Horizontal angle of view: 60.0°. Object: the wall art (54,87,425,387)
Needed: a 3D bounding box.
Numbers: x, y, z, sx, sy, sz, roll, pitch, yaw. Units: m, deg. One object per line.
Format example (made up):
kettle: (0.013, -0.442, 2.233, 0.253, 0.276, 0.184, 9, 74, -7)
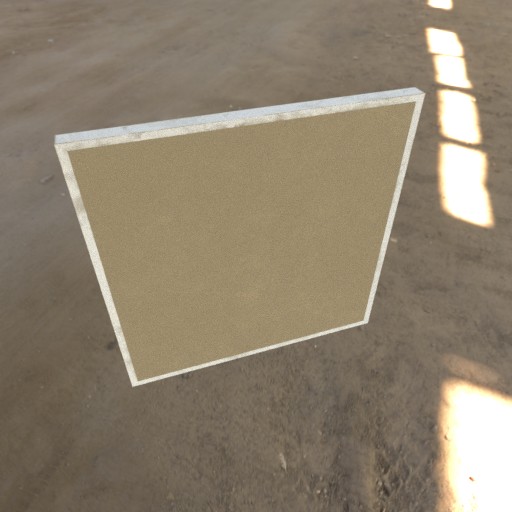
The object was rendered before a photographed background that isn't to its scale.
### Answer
wall art: (0.000, 0.000, 1.130, 0.760, 0.757, 0.038, -12, 42, -14)
